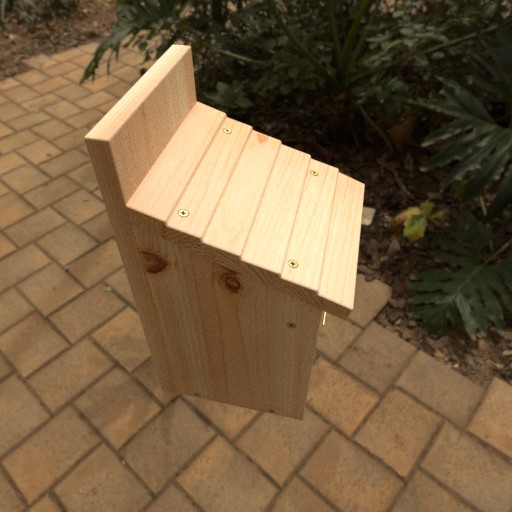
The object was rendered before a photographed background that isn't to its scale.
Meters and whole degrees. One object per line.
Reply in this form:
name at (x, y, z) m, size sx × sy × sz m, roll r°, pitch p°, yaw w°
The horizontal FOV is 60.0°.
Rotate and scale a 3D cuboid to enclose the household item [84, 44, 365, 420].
household item at (0.000, 0.000, 0.398) m, size 0.171 × 0.300 × 0.149 m, roll 9°, pitch 46°, yaw 9°
